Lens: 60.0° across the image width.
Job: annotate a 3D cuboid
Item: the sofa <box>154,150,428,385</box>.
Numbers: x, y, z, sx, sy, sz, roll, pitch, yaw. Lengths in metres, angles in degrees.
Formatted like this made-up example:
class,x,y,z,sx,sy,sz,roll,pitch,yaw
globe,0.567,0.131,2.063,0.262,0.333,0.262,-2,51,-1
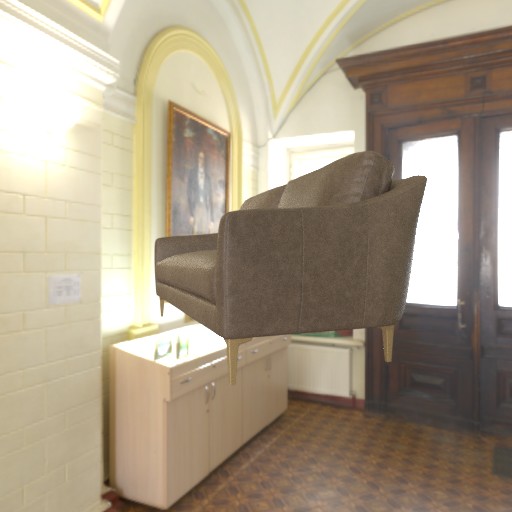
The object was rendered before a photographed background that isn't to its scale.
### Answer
class,x,y,z,sx,sy,sz,roll,pitch,yaw
sofa,0.000,0.000,2.574,0.960,0.902,2.036,0,0,-19
